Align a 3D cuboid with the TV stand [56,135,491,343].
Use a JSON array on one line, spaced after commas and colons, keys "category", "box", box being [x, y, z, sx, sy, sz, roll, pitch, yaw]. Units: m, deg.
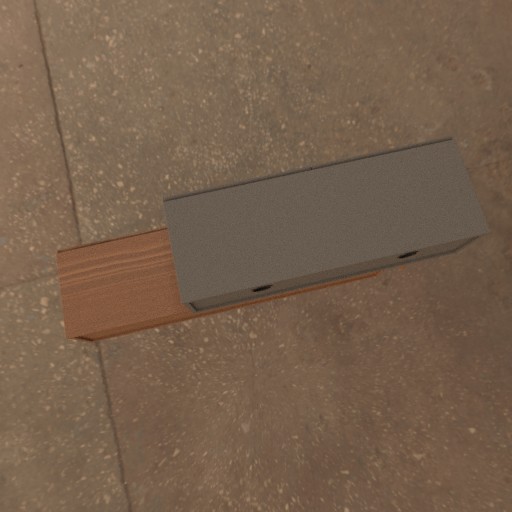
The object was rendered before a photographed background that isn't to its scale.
[{"category": "TV stand", "box": [0.000, 0.000, 1.583, 1.336, 0.591, 0.329, -13, 75, -3]}]
